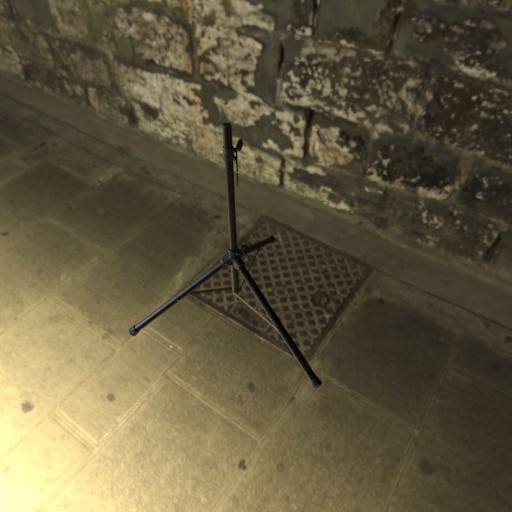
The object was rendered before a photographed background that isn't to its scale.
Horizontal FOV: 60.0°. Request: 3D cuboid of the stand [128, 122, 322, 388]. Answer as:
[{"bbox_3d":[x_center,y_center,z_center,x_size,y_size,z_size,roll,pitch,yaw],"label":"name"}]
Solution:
[{"bbox_3d":[0.000,0.000,1.929,1.045,1.136,0.907,-33,55,-27],"label":"stand"}]
